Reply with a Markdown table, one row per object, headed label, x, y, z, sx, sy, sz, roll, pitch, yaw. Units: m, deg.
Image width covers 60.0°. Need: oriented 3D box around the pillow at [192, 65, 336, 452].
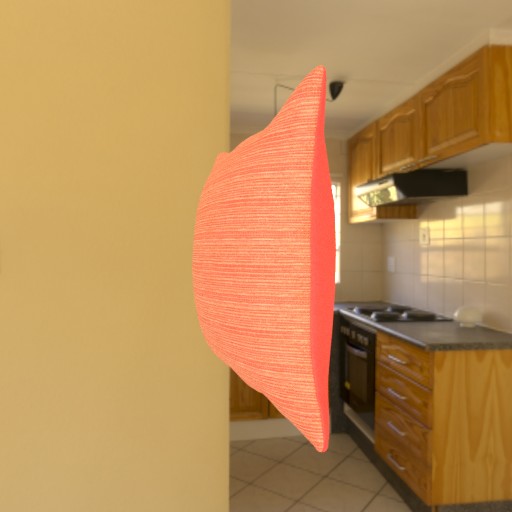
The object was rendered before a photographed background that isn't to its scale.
| label | x | y | z | sx | sy | sz | roll | pitch | yaw |
| --- | --- | --- | --- | --- | --- | --- | --- | --- | --- |
| pillow | 0.000 | 0.000 | 0.827 | 0.229 | 0.501 | 0.559 | 0 | 1 | -19 |
